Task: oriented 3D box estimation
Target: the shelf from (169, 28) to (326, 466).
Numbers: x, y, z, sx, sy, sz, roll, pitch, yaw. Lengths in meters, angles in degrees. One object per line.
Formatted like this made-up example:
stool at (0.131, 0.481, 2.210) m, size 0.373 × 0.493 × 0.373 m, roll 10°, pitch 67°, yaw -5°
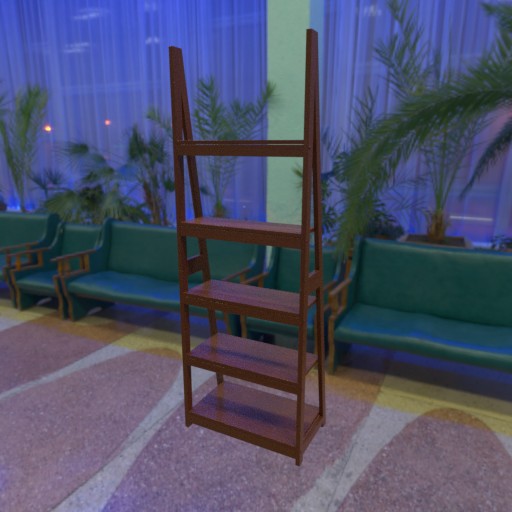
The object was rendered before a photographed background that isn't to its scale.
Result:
shelf at (0.000, 0.000, 2.047) m, size 0.630 × 1.780 × 0.356 m, roll 7°, pitch 16°, yaw 27°
